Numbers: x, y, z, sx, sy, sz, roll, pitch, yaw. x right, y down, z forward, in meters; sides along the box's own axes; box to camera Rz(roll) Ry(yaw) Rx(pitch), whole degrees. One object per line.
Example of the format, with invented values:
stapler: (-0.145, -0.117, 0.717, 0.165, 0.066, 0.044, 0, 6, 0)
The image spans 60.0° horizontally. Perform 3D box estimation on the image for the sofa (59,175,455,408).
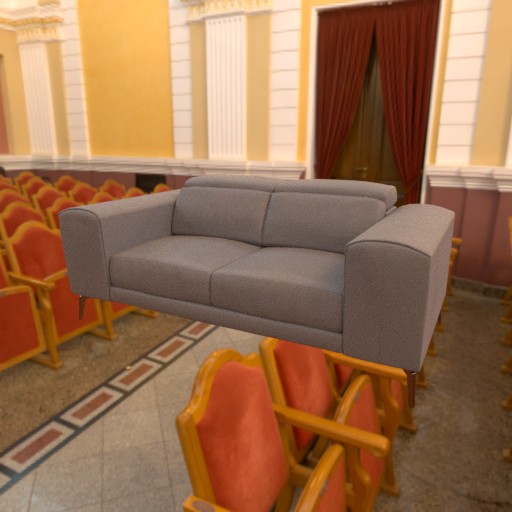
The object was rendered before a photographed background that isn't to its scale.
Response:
sofa: (0.000, 0.000, 2.402, 1.895, 0.779, 1.003, 8, 17, 27)
